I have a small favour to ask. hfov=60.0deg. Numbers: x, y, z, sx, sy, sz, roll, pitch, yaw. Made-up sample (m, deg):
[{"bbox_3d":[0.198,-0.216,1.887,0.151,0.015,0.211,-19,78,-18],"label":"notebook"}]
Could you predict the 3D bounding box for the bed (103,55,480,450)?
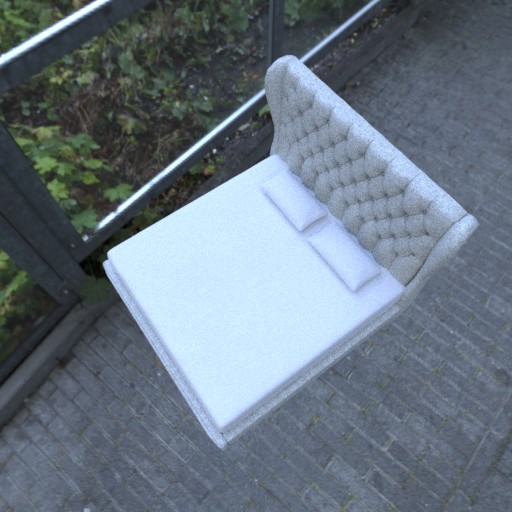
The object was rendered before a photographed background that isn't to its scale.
[{"bbox_3d":[0.000,0.000,3.932,2.347,1.771,2.219,-33,68,-15],"label":"bed"}]
